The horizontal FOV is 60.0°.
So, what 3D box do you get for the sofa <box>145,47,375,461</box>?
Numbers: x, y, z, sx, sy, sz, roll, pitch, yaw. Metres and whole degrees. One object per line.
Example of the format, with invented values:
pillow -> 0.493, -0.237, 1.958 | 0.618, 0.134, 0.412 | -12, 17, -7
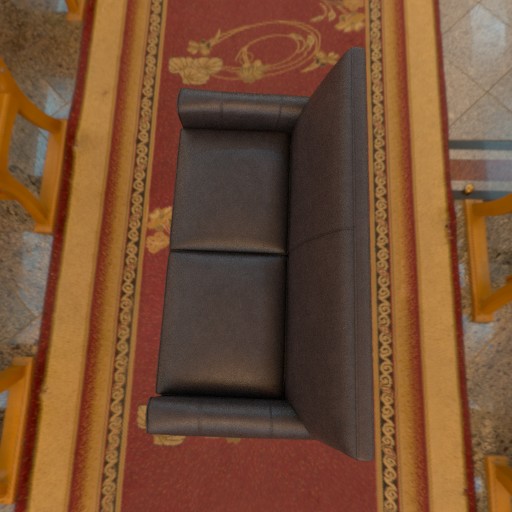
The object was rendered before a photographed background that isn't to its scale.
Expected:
sofa -> 0.000, 0.000, 1.941 | 0.787, 0.871, 1.473 | 2, 76, 1
